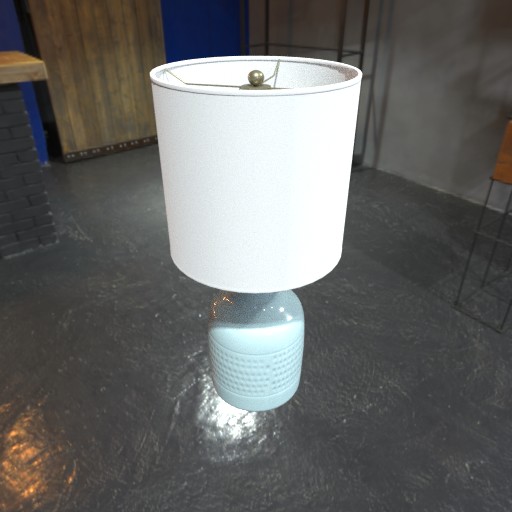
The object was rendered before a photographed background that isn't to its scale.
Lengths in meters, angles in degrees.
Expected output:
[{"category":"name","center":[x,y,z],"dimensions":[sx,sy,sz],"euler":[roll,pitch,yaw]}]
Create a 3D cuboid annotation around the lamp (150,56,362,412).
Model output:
[{"category":"lamp","center":[0.000,0.000,1.114],"dimensions":[0.418,0.871,0.418],"euler":[-20,37,-30]}]
